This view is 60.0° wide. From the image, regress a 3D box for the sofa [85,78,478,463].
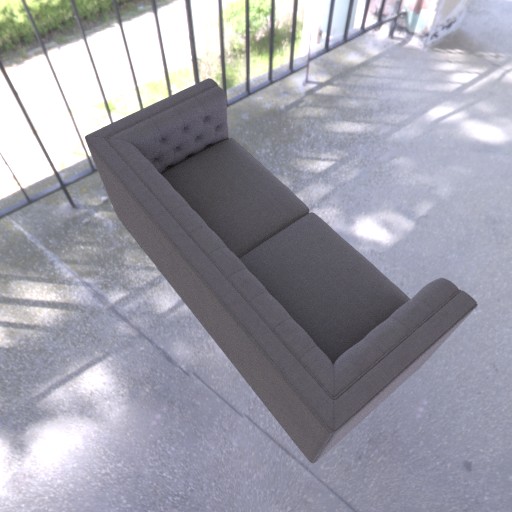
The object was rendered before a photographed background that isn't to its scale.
[{"bbox_3d":[0.000,0.000,2.246,0.775,0.762,1.778,-33,63,-20],"label":"sofa"}]
